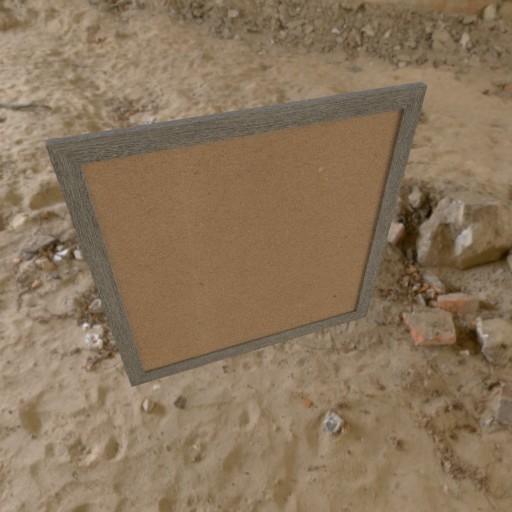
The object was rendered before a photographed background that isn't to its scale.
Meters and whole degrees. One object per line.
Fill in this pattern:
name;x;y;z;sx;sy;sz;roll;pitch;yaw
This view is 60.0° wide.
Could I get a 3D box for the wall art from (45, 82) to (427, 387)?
wall art;0.000;0.000;0.995;0.685;0.685;0.020;-14;44;-14
